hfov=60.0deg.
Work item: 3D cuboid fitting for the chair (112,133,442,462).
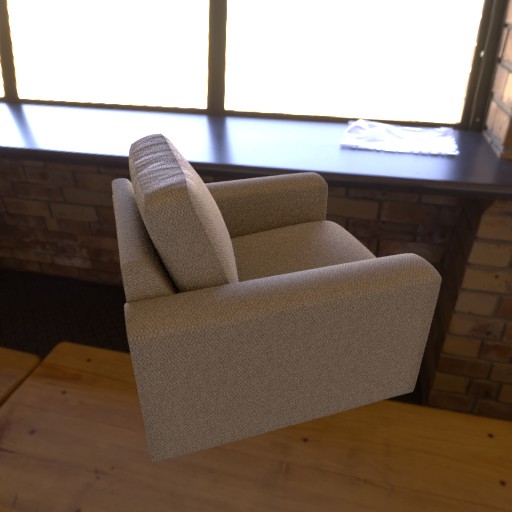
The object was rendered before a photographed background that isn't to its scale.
[{"bbox_3d":[0.000,0.000,1.747,1.016,0.873,1.005,-9,32,-15],"label":"chair"}]
